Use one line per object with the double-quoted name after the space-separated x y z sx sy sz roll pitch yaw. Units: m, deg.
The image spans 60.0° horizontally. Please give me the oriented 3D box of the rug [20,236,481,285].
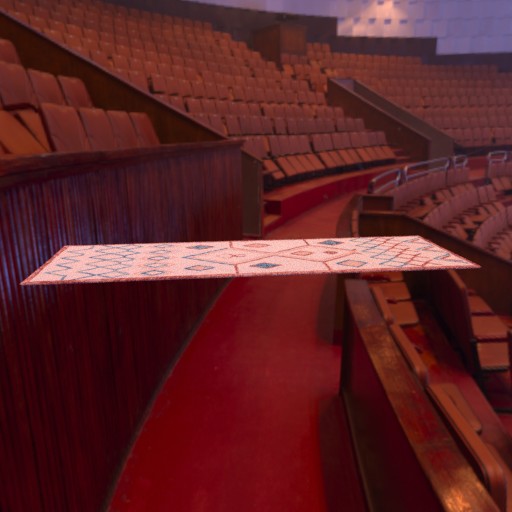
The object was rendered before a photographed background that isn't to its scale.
0.000 0.000 2.678 2.435 0.011 0.750 -2 16 -7 "rug"
